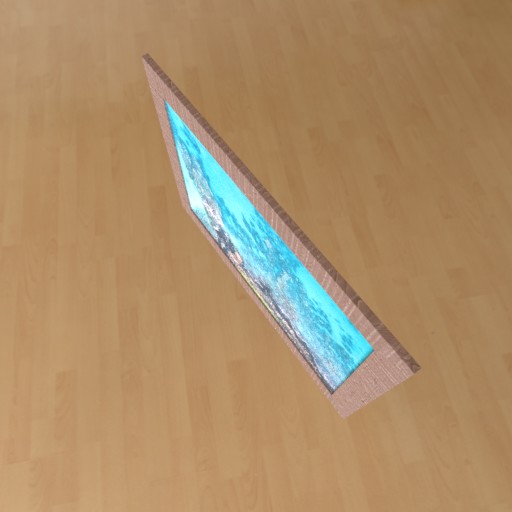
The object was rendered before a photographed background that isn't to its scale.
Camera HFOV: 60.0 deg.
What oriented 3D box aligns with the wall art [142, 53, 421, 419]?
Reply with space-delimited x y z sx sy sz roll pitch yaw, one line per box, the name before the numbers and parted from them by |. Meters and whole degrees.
wall art | 0.000 0.000 1.368 0.020 0.761 1.056 -33 68 -15
